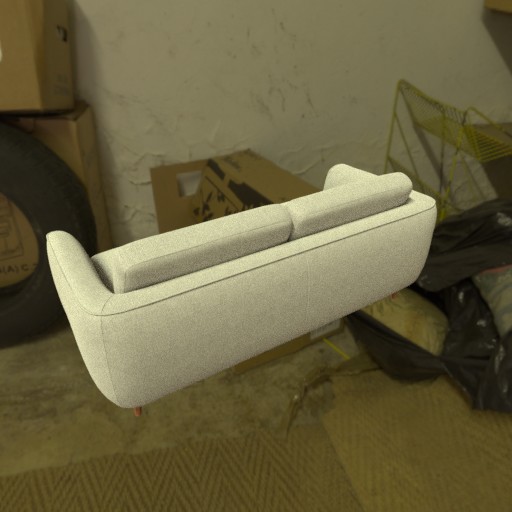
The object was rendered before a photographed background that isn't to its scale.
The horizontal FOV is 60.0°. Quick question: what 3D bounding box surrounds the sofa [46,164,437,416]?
[{"bbox_3d":[0.000,0.000,2.440,2.000,0.850,0.920,-18,35,-28],"label":"sofa"}]
